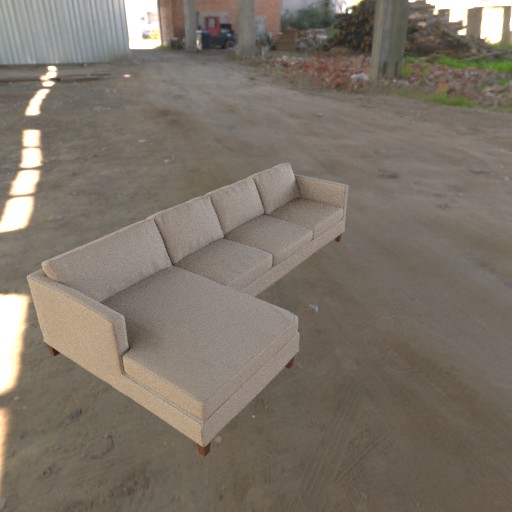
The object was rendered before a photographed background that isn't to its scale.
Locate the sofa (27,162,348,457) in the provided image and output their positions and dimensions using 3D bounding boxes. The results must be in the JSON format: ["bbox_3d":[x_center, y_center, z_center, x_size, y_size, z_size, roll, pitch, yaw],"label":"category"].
[{"bbox_3d":[0.000,0.000,3.880,1.625,0.846,3.186,18,32,31],"label":"sofa"}]
